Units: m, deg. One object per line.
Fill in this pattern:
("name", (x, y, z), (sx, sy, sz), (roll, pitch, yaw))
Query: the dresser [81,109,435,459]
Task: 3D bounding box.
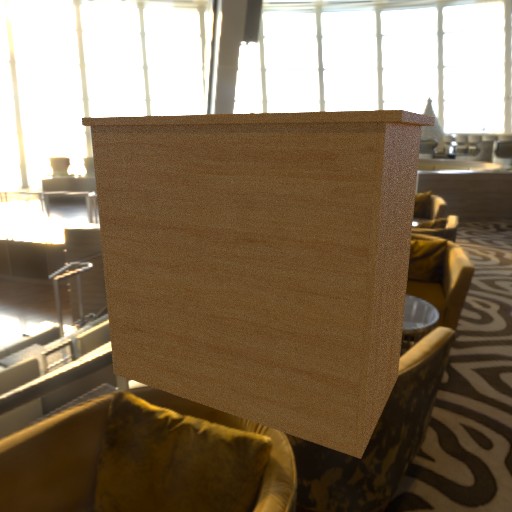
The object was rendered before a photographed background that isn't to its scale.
("dresser", (0.000, 0.000, 1.220), (0.800, 0.730, 0.410), (8, 17, 28))
